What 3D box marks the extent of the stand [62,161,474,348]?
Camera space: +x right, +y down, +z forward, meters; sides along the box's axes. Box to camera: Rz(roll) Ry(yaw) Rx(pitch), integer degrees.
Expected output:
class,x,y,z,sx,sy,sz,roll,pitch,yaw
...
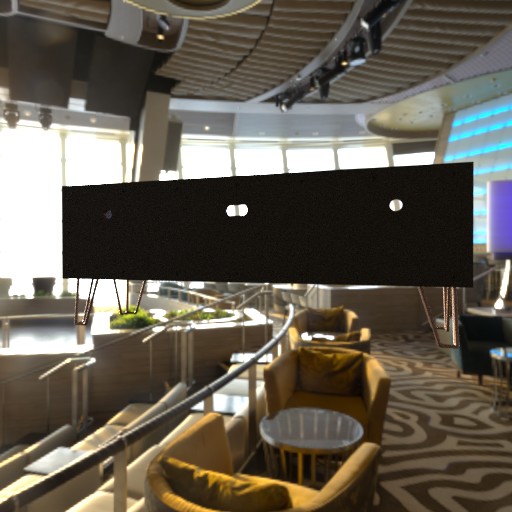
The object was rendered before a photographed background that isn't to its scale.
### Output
class,x,y,z,sx,sy,sz,roll,pitch,yaw
stand,0.000,0.000,1.903,1.626,0.610,0.481,0,0,18
